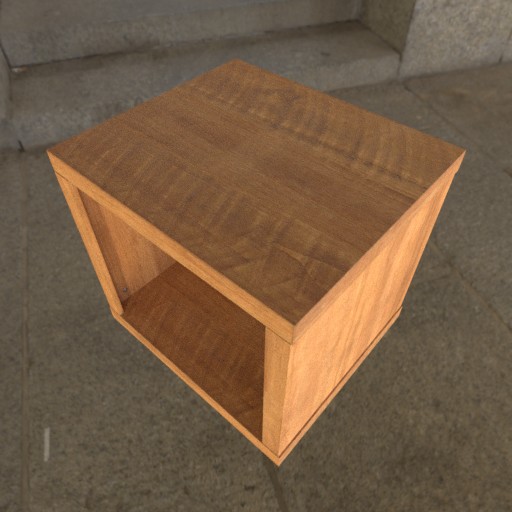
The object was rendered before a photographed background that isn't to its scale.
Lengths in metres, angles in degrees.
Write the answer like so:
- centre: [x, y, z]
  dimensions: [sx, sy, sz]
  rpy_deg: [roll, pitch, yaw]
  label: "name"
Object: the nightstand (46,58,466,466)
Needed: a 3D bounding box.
- centre: [0.000, 0.000, 0.869]
  dimensions: [0.493, 0.491, 0.436]
  rpy_deg: [33, 56, 26]
  label: "nightstand"
